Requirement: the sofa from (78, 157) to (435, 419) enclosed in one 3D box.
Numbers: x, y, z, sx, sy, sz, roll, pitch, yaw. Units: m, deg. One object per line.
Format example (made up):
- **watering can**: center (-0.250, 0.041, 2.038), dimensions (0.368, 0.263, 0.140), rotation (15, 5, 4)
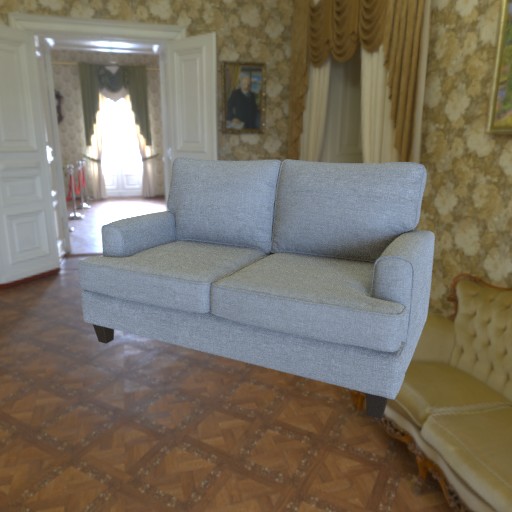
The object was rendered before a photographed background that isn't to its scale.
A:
- **sofa**: center (0.000, 0.000, 2.301), dimensions (1.651, 0.965, 0.965), rotation (7, 16, 26)
